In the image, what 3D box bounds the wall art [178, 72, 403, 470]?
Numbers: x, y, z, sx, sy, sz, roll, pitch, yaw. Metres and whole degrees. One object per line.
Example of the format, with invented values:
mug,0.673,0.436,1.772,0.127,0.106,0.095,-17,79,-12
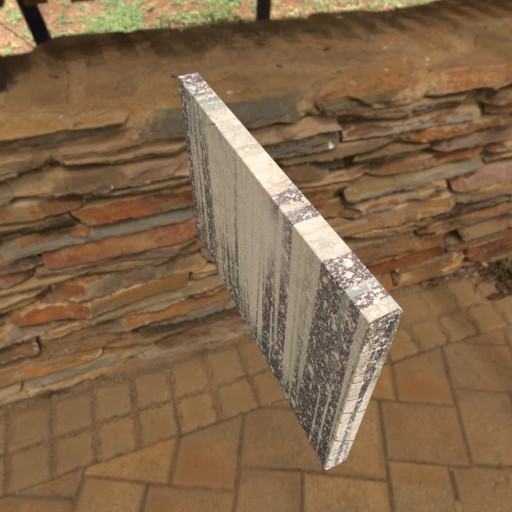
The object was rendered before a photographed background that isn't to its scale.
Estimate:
wall art,0.000,0.000,0.773,0.042,0.398,0.618,-18,48,-17
